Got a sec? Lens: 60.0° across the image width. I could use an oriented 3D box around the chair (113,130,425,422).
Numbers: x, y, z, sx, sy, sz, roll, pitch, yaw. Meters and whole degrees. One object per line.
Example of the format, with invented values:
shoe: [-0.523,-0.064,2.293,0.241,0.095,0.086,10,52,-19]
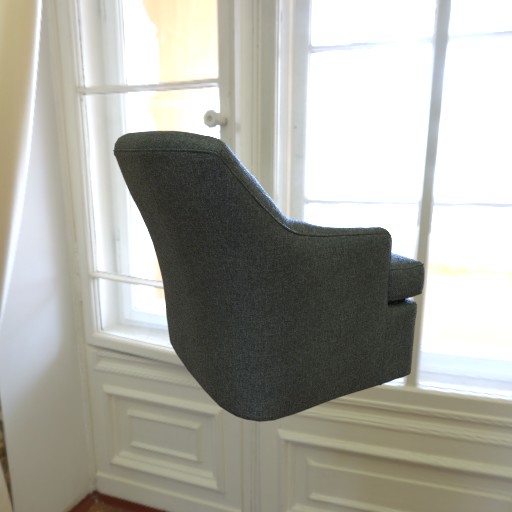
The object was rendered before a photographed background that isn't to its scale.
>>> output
chair: [0.000,0.000,1.618,0.923,0.856,0.864,-7,15,-26]
